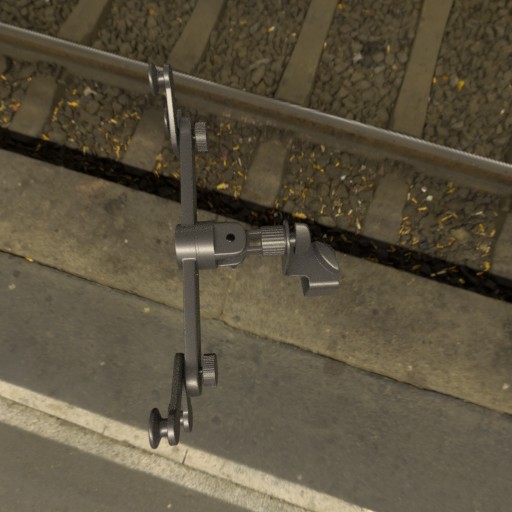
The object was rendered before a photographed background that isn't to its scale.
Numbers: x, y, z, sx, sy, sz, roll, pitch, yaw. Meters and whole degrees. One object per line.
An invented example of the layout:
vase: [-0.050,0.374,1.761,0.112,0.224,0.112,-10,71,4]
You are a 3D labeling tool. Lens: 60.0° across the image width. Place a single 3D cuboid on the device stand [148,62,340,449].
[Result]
device stand: [0.000,0.000,0.372,0.142,0.166,0.270,-3,75,-1]
